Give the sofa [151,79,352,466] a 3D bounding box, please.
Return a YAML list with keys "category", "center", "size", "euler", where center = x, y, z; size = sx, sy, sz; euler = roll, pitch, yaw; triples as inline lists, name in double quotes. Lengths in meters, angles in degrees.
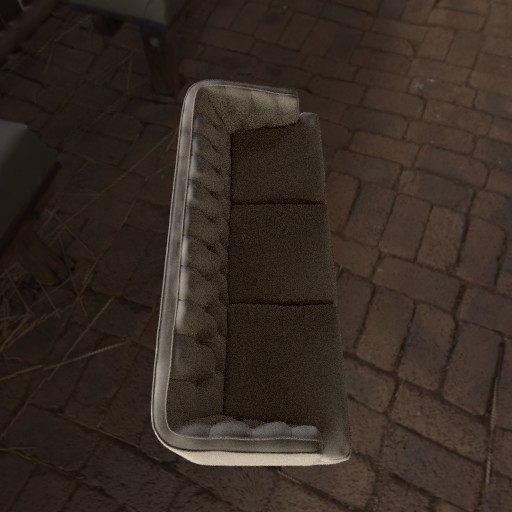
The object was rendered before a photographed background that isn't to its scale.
- category: "sofa"
  center: [0.000, 0.000, 2.635]
  size: [0.913, 0.788, 2.235]
  euler: [0, 61, 0]
